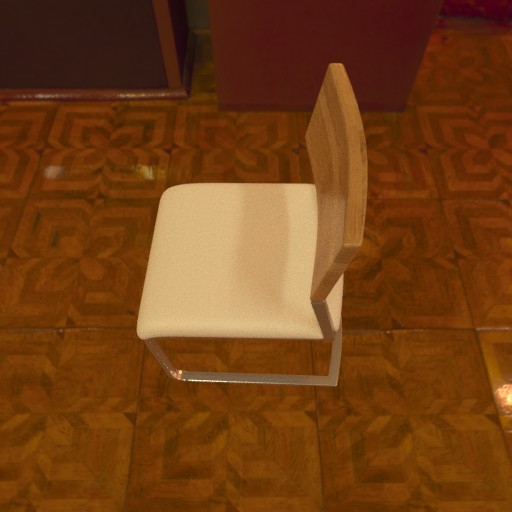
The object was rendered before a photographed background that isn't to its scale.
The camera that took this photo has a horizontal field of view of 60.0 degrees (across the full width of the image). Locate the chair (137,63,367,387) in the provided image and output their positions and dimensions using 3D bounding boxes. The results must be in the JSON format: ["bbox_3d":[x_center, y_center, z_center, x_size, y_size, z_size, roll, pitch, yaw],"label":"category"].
[{"bbox_3d":[0.000,0.000,1.186,0.585,0.844,0.467,2,59,1],"label":"chair"}]
